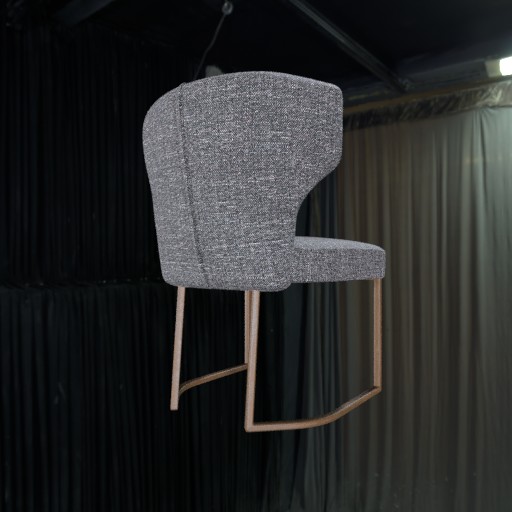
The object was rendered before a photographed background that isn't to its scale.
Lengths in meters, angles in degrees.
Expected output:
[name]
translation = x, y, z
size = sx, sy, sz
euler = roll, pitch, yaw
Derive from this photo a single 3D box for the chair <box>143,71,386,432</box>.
[chair]
translation = 0.000, 0.000, 1.273
size = 0.611, 0.824, 0.617
euler = 0, -1, 37
